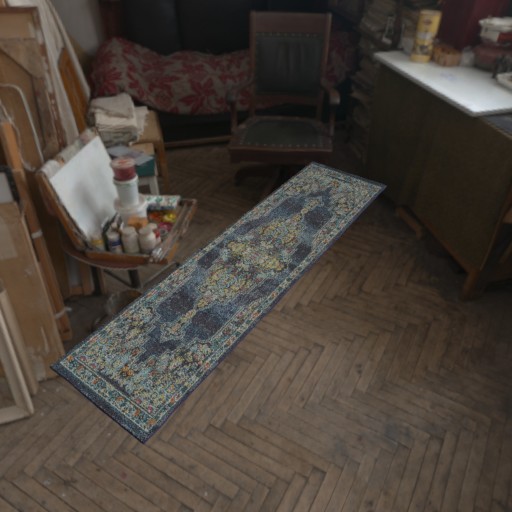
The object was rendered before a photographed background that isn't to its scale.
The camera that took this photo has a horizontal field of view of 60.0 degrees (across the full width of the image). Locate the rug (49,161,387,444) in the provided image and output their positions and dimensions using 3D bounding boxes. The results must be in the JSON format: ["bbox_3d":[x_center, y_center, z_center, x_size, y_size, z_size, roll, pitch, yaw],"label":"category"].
[{"bbox_3d":[0.000,0.000,2.516,0.602,0.016,2.283,25,47,26],"label":"rug"}]
